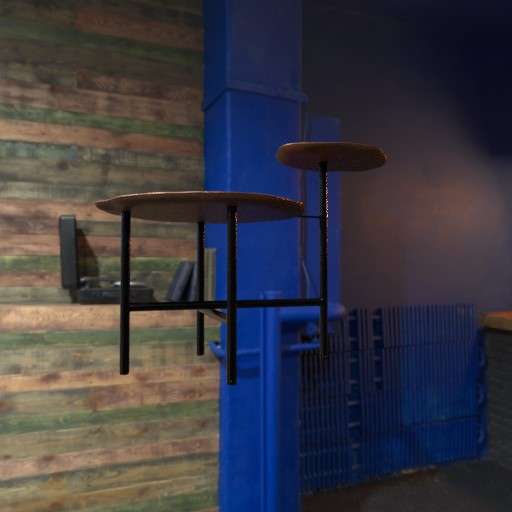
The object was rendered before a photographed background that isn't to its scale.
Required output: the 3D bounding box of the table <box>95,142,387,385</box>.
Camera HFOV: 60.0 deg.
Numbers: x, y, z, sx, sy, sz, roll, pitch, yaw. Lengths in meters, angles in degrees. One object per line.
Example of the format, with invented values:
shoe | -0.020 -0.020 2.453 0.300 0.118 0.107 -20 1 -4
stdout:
table | 0.000 0.000 1.105 0.759 0.538 0.442 1 -2 -18
